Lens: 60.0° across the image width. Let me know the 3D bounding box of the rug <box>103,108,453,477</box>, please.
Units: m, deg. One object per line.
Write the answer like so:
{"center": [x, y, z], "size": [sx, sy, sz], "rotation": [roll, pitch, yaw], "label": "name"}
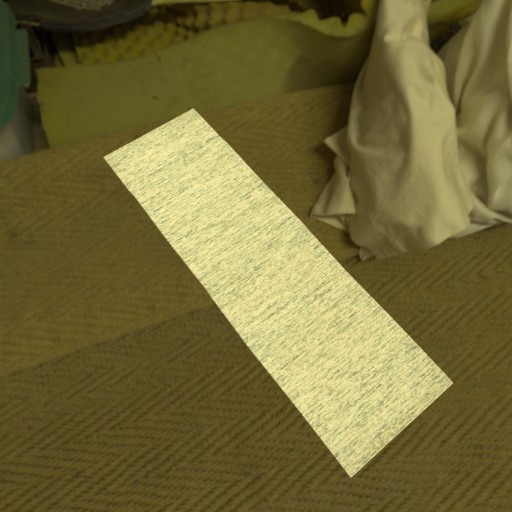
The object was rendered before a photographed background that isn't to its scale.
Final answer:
{"center": [0.000, 0.000, 2.495], "size": [0.700, 0.014, 2.290], "rotation": [-34, 68, -16], "label": "rug"}
